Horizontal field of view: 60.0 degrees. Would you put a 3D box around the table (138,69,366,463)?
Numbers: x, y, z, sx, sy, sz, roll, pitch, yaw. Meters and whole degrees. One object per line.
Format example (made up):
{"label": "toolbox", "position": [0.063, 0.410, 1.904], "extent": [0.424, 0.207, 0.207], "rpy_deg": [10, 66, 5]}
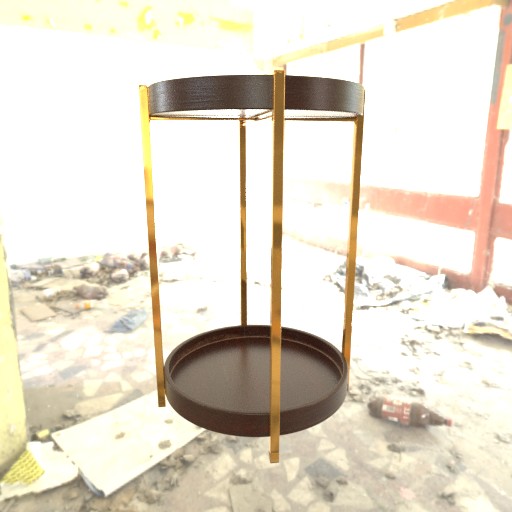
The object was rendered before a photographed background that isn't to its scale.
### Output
{"label": "table", "position": [0.000, 0.000, 0.852], "extent": [0.400, 0.610, 0.400], "rpy_deg": [-2, 15, -9]}
